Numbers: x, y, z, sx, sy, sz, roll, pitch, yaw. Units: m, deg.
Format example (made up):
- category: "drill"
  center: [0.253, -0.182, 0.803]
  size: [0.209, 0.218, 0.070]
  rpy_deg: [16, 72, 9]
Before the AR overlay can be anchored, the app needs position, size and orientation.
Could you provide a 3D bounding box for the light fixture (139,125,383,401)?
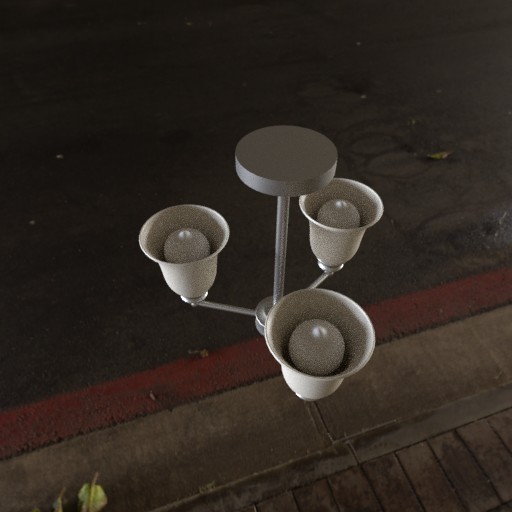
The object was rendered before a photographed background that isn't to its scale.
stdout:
- category: "light fixture"
  center: [0.000, 0.000, 0.661]
  size: [0.354, 0.370, 0.388]
  rpy_deg: [10, 46, 9]
